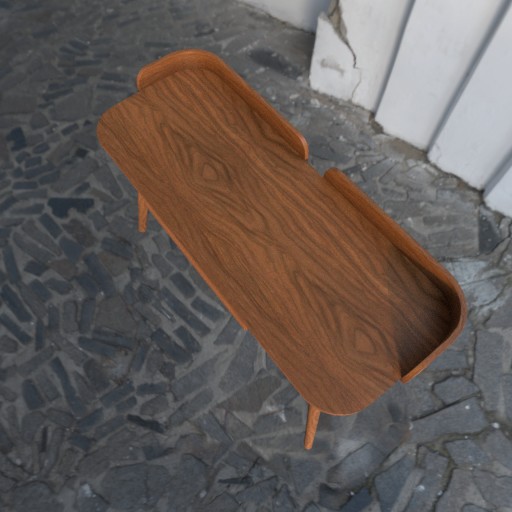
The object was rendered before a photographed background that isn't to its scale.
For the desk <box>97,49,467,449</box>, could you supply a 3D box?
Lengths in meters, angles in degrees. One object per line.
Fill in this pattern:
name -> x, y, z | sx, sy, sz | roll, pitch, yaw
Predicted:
desk -> 0.000, 0.000, 1.611 | 0.486, 0.800, 1.256 | -35, 69, -16
